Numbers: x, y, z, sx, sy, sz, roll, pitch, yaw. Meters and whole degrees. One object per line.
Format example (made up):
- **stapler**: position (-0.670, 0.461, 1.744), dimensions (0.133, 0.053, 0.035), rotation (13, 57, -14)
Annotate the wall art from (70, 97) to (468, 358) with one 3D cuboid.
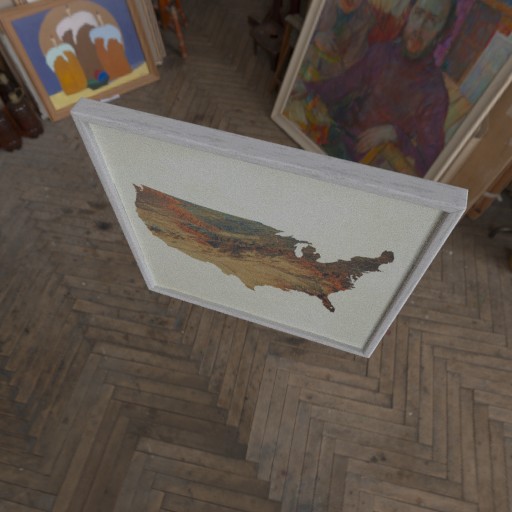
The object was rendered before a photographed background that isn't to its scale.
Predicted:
- **wall art**: position (0.000, 0.000, 1.932), dimensions (1.287, 1.288, 0.078), rotation (16, 60, 10)
